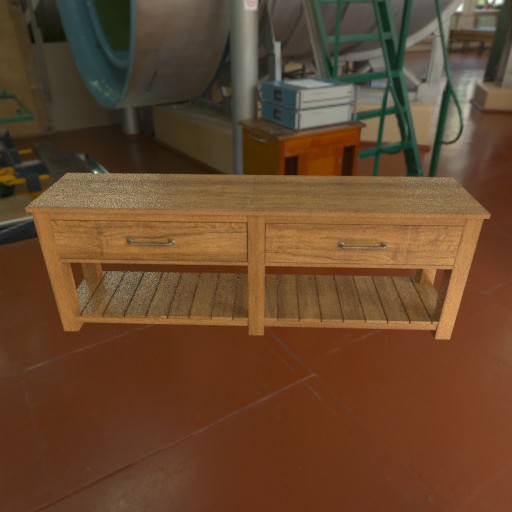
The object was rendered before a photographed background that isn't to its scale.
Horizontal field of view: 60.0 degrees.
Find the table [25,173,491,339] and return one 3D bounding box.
[{"bbox_3d":[0.000,0.000,2.052,1.815,0.635,0.425,1,30,2],"label":"table"}]
